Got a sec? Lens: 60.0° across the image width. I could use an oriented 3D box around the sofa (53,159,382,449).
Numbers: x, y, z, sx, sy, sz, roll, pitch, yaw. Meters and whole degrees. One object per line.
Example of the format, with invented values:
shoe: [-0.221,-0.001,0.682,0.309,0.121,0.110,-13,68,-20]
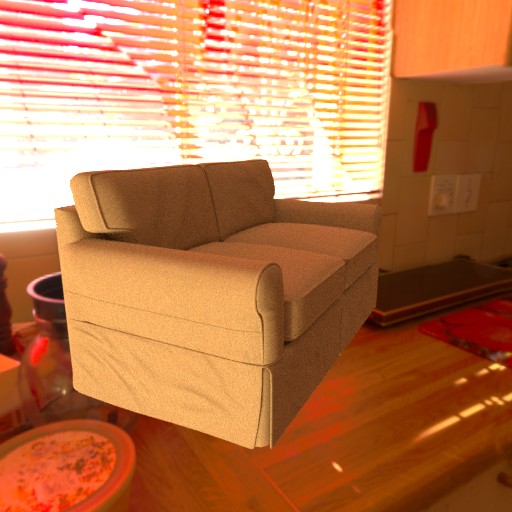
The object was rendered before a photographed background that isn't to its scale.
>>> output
sofa: [0.000,0.000,2.325,0.991,0.940,1.727,7,16,27]
